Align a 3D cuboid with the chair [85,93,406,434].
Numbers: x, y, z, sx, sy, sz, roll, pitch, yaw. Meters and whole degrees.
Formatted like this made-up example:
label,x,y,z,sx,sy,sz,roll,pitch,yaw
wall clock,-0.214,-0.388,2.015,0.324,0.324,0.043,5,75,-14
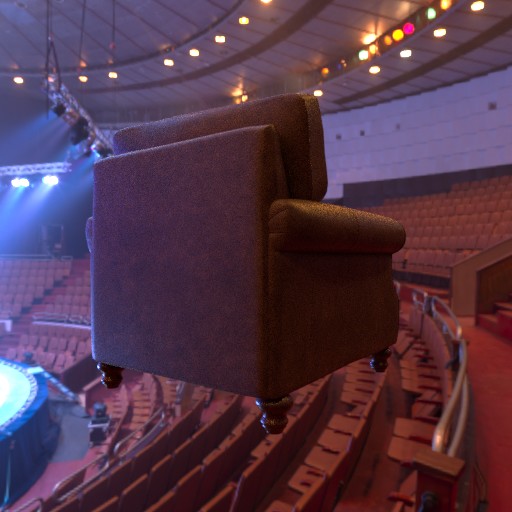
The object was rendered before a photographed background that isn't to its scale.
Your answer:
label,x,y,z,sx,sy,sz,roll,pitch,yaw
chair,0.000,0.000,1.766,0.996,0.976,1.002,0,0,36
